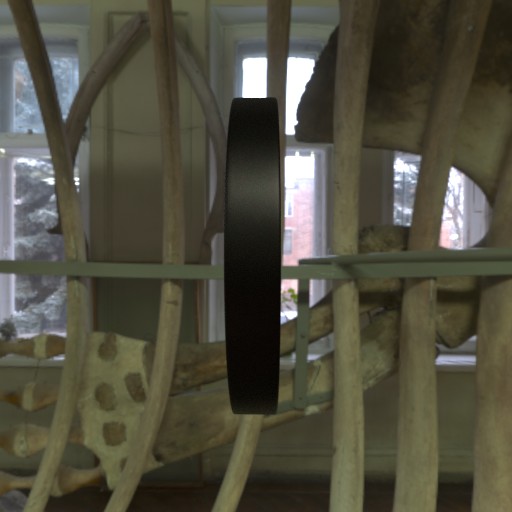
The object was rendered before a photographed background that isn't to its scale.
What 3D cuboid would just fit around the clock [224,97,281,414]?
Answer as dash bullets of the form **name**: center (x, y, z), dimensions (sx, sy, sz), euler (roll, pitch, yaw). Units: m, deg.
- **clock**: center (0.000, 0.000, 0.465), dimensions (0.040, 0.314, 0.314), euler (0, 0, 1)
